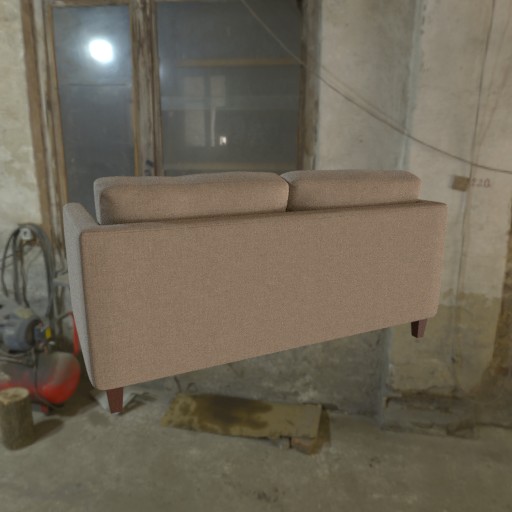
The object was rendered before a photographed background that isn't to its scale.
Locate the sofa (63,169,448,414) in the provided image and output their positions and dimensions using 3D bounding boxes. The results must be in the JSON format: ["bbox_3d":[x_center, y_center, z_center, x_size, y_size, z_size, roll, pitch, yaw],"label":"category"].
[{"bbox_3d":[0.000,0.000,2.439,1.884,0.947,0.951,-7,15,-25],"label":"sofa"}]
